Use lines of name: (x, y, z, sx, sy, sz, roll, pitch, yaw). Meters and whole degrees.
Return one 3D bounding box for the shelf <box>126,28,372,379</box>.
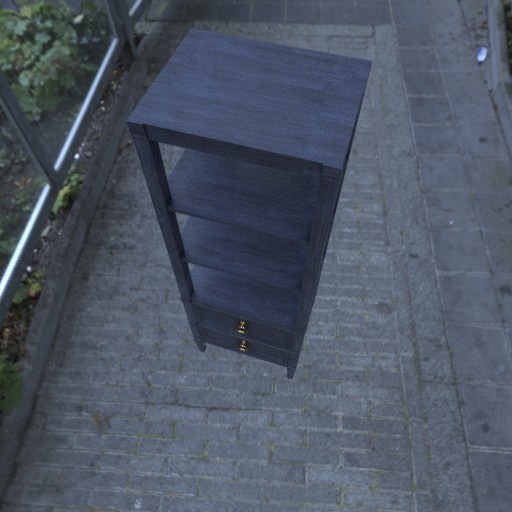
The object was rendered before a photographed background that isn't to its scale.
shelf: (0.000, 0.000, 1.978, 0.584, 1.727, 0.472, 15, 58, 9)
